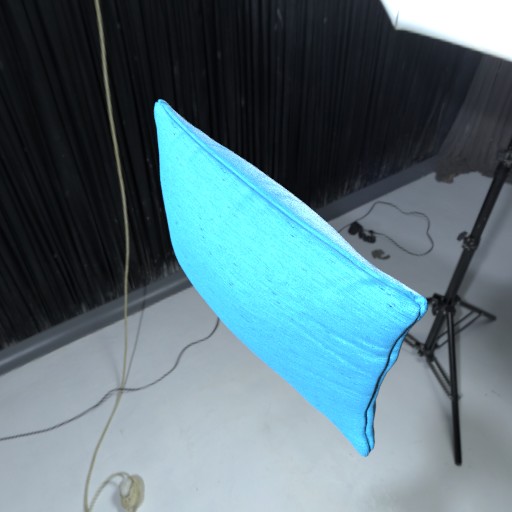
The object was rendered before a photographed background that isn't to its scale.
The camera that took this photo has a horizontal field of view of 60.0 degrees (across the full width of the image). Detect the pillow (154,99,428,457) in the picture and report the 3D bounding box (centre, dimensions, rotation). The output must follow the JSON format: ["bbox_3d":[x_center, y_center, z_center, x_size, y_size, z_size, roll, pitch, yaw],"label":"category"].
[{"bbox_3d":[0.000,0.000,0.757,0.210,0.338,0.633,-25,48,-25],"label":"pillow"}]
